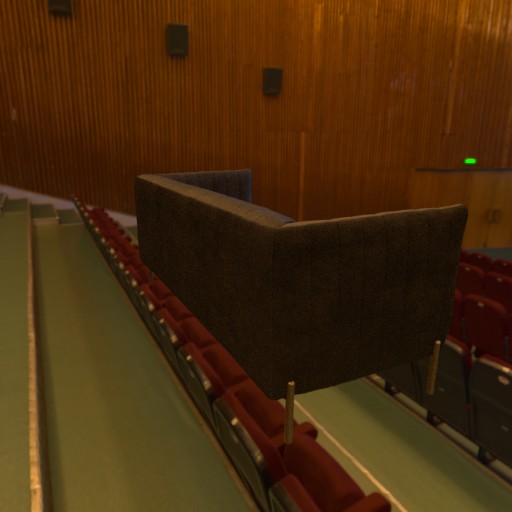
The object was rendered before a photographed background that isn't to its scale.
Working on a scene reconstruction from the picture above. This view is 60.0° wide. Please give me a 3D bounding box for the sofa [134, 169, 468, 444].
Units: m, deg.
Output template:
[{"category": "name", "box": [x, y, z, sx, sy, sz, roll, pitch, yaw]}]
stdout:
[{"category": "sofa", "box": [0.000, 0.000, 2.413, 0.876, 0.780, 1.980, -8, 17, -26]}]
